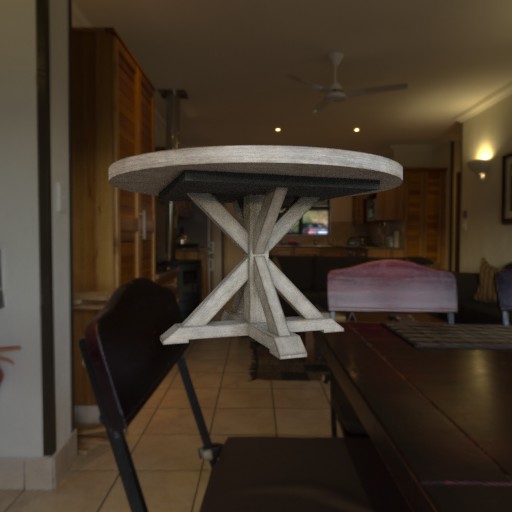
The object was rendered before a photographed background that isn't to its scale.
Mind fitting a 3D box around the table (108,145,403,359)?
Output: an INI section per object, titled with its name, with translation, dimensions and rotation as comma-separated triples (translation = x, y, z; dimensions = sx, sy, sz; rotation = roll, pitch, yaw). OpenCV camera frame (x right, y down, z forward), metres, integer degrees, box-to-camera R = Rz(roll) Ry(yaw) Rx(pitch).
[table]
translation = 0.000, 0.000, 2.170
dimensions = 1.363, 0.781, 1.363
rotation = 0, 2, 0
